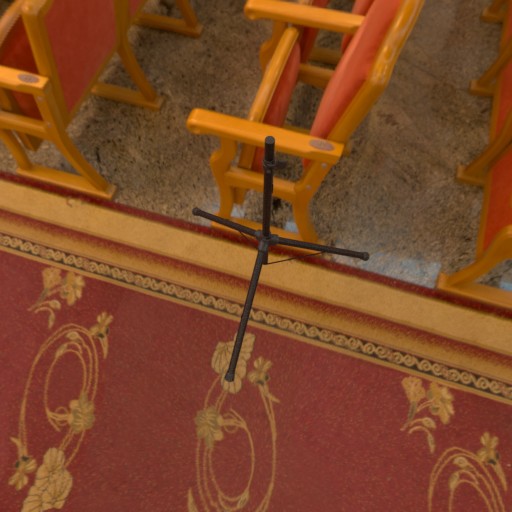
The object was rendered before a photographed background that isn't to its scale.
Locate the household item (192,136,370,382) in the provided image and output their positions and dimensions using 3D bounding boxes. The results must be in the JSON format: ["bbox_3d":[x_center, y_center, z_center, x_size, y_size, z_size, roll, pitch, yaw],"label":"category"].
[{"bbox_3d":[0.000,0.000,1.872,1.045,1.136,0.907,17,66,8],"label":"household item"}]
